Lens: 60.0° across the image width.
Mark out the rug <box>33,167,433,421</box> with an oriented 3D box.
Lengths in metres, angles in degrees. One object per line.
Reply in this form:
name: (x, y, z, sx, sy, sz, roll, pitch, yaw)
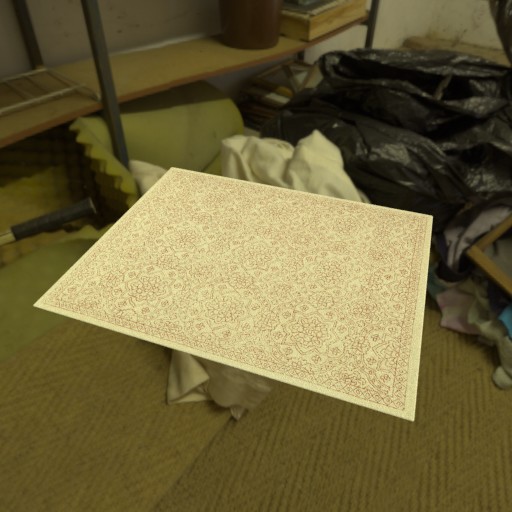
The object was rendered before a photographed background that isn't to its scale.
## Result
rug: (0.000, 0.000, 4.146, 3.050, 0.015, 2.441, 13, 42, 15)
